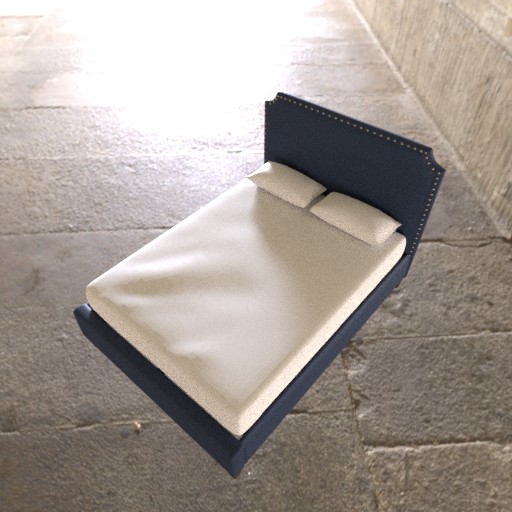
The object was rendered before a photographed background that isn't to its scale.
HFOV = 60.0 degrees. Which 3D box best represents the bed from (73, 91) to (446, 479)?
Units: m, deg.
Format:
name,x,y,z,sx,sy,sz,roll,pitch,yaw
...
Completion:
name,x,y,z,sx,sy,sz,roll,pitch,yaw
bed,0.000,0.000,3.450,1.712,1.443,2.372,32,53,27
